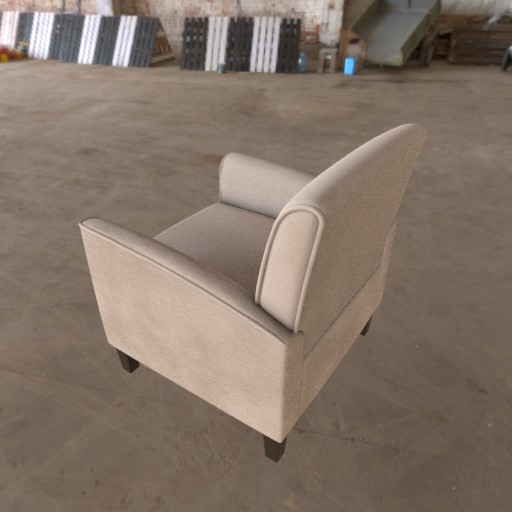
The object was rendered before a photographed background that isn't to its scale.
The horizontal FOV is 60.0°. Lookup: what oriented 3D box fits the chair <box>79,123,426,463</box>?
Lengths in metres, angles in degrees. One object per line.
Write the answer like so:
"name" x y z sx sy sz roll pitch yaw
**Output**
"chair" 0.000 0.000 1.570 0.821 0.915 0.820 20 37 28
